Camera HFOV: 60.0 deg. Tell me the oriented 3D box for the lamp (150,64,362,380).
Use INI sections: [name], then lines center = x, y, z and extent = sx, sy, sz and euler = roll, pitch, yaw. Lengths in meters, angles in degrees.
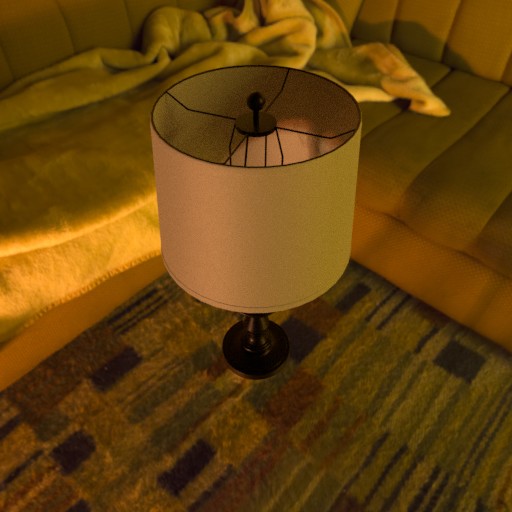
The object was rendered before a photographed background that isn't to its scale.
[lamp]
center = 0.000, 0.000, 0.943
extent = 0.383, 0.726, 0.383
euler = 0, 46, 0
